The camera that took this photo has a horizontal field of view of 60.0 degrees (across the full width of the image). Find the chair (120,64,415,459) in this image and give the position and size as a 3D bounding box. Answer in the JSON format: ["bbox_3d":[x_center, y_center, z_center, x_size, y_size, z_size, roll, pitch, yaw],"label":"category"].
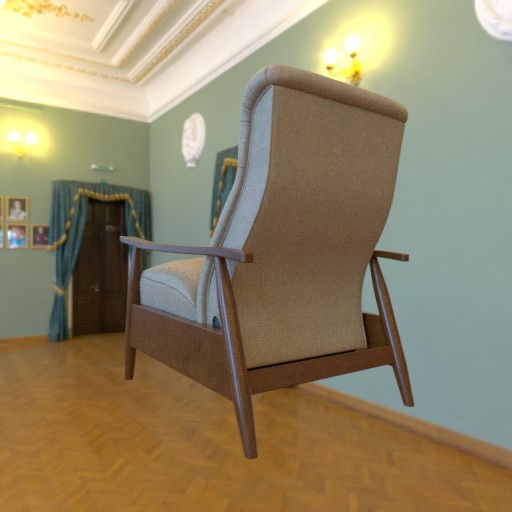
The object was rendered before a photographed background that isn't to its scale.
[{"bbox_3d":[0.000,0.000,1.777,0.762,1.082,1.030,0,0,-36],"label":"chair"}]
